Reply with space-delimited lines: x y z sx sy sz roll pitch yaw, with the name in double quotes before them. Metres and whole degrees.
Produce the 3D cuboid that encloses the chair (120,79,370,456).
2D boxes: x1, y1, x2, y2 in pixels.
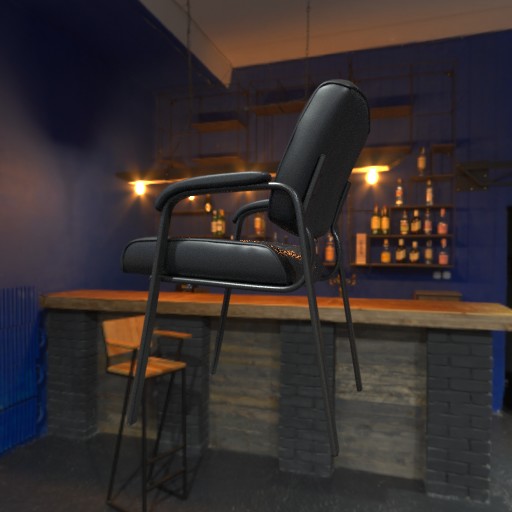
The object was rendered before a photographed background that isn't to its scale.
"chair" 0.000 0.000 1.355 0.668 0.910 0.591 0 1 19
